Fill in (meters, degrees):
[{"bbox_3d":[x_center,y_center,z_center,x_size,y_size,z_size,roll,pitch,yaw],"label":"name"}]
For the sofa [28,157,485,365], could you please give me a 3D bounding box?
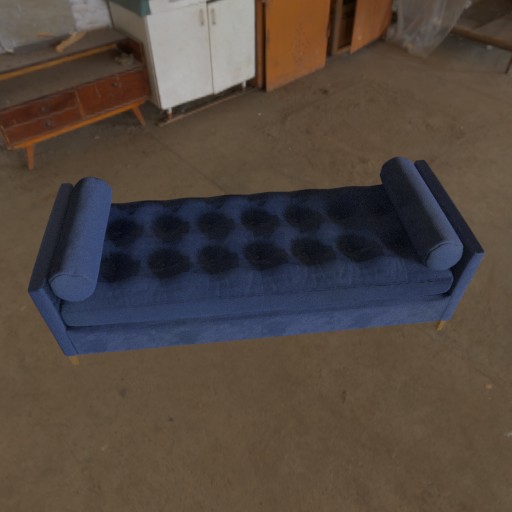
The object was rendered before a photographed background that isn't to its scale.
[{"bbox_3d":[0.000,0.000,2.459,2.102,0.705,0.796,-5,46,-4],"label":"sofa"}]
